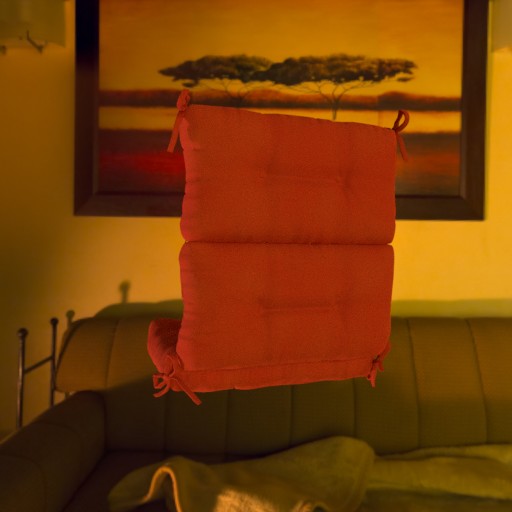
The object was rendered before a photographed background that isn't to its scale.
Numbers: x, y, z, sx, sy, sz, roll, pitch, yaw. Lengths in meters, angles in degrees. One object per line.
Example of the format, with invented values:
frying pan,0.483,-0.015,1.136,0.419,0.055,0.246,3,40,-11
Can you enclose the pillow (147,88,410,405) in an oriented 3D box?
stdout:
pillow,0.000,0.000,1.088,0.519,0.605,0.571,0,-1,-19
